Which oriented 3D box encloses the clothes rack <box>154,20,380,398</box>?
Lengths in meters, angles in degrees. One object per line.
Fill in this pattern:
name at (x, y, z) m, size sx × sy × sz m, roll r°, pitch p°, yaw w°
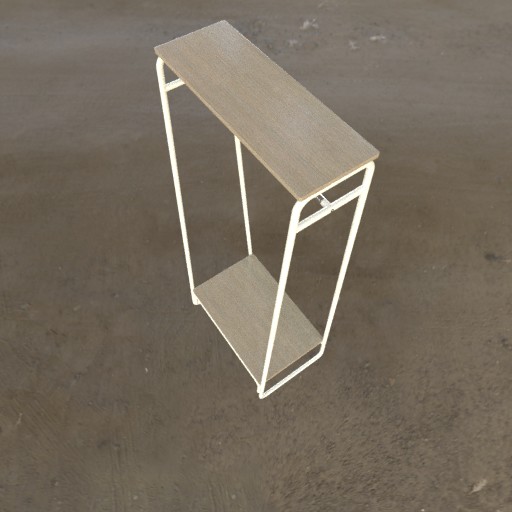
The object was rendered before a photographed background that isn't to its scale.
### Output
clothes rack at (0.000, 0.000, 1.738) m, size 0.400 × 1.512 × 0.640 m, roll -31°, pitch 63°, yaw -18°
